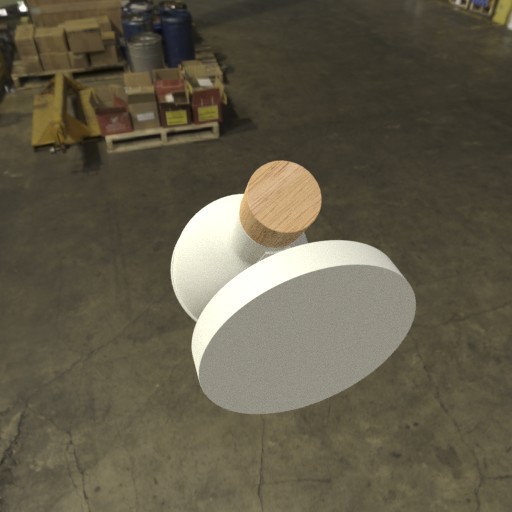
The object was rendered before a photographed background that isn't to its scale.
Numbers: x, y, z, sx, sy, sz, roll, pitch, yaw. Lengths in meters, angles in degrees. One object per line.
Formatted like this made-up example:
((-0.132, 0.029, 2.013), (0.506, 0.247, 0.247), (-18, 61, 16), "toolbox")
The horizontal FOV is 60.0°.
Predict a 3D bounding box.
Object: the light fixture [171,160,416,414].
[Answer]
((0.000, 0.000, 0.332), (0.127, 0.199, 0.209), (-12, 43, -13), "light fixture")
